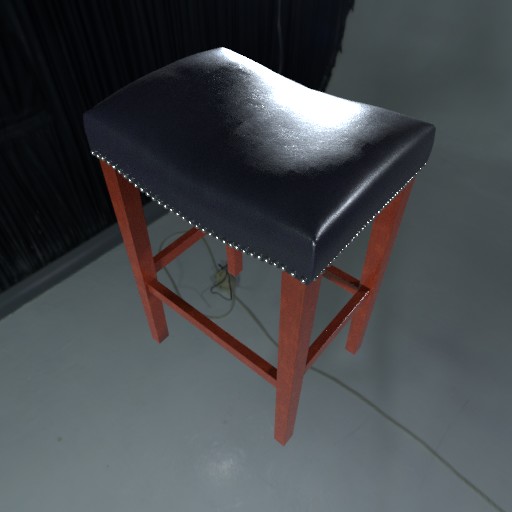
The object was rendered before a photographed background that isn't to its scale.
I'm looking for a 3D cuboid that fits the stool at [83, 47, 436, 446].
[{"bbox_3d":[0.000,0.000,1.006,0.504,0.742,0.372,32,55,26],"label":"stool"}]
